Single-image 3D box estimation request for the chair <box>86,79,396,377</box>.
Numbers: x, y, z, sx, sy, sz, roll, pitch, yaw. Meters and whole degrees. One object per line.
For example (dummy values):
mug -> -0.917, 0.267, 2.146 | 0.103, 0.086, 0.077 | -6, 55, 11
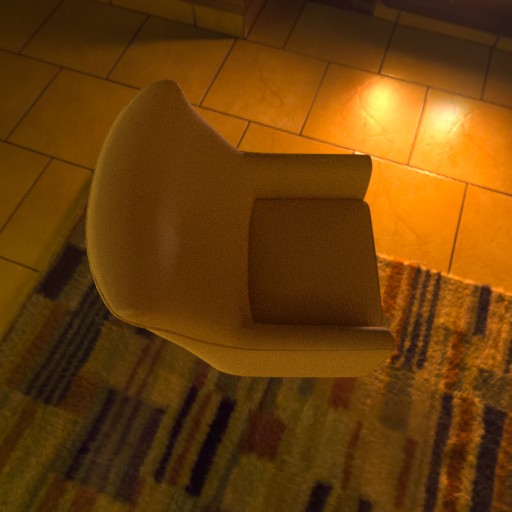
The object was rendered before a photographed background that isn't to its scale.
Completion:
chair -> 0.000, 0.000, 1.571 | 0.879, 0.916, 0.756 | 0, 65, 0
